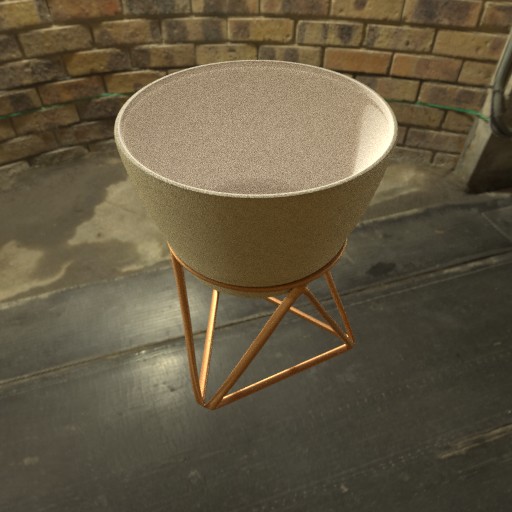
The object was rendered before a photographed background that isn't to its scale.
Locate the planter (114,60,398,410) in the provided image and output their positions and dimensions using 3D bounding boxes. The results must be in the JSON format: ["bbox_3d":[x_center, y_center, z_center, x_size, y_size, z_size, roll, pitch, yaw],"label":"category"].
[{"bbox_3d":[0.000,0.000,0.734,0.350,0.504,0.350,25,50,23],"label":"planter"}]
